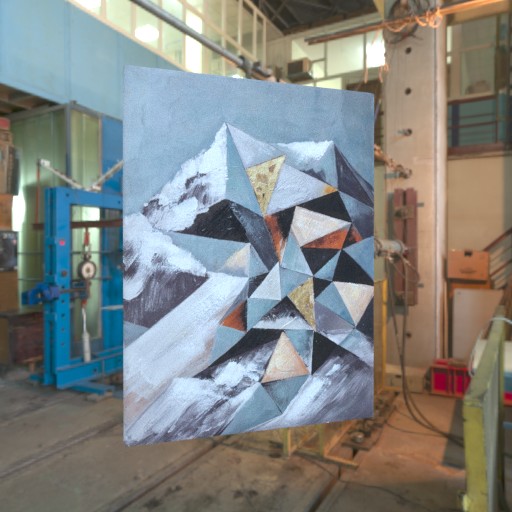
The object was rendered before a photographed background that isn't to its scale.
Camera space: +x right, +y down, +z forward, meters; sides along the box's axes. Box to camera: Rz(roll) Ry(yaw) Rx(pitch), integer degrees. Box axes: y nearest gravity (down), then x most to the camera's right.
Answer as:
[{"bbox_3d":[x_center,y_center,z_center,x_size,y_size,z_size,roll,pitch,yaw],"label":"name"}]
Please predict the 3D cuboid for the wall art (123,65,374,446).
[{"bbox_3d":[0.000,0.000,0.792,0.455,0.613,0.037,0,0,-16],"label":"wall art"}]
